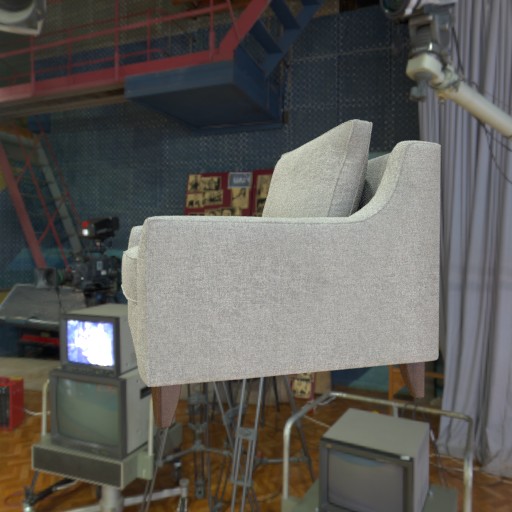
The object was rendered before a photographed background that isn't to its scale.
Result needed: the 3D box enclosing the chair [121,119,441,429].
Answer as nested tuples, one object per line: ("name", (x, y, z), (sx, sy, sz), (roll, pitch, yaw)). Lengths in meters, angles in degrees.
("chair", (0.000, 0.000, 1.583), (0.918, 0.864, 0.838), (0, 2, -18))
